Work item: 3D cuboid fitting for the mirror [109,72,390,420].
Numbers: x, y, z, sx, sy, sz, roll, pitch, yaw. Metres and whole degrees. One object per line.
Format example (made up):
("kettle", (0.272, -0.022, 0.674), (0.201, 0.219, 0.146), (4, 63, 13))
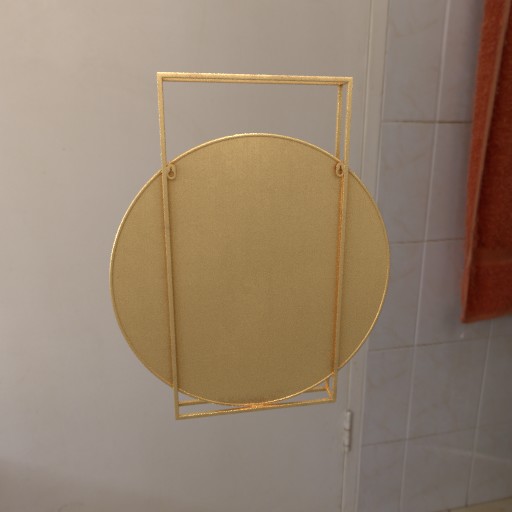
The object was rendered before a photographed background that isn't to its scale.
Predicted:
("mirror", (0.000, 0.000, 0.799), (0.508, 0.603, 0.051), (-3, 15, -10))
